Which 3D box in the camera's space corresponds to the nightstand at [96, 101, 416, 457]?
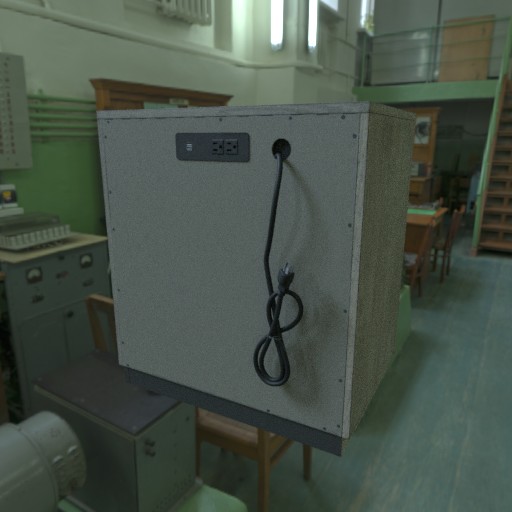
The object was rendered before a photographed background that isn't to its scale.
[{"bbox_3d":[0.000,0.000,1.083,0.612,0.673,0.483,8,17,28],"label":"nightstand"}]
